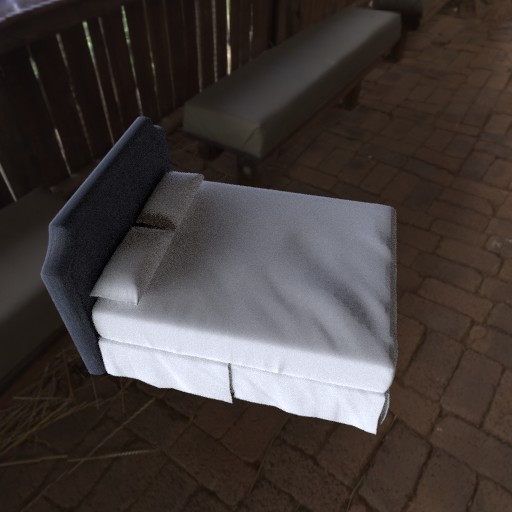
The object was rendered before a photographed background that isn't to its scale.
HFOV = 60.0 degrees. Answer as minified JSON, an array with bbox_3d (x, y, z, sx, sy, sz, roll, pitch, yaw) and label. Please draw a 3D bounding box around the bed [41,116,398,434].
[{"bbox_3d":[0.000,0.000,3.189,2.116,1.290,1.693,9,46,9],"label":"bed"}]
